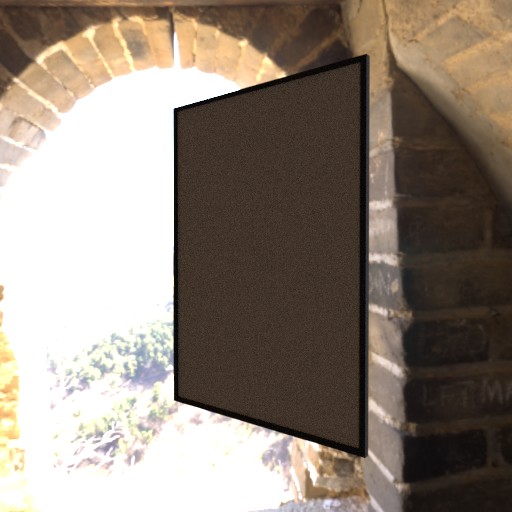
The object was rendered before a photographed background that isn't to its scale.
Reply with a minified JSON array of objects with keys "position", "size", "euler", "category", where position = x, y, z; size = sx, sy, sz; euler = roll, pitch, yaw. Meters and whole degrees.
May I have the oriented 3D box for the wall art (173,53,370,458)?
[{"position":[0.000,0.000,0.867],"size":[0.460,0.660,0.013],"euler":[1,1,37],"category":"wall art"}]
